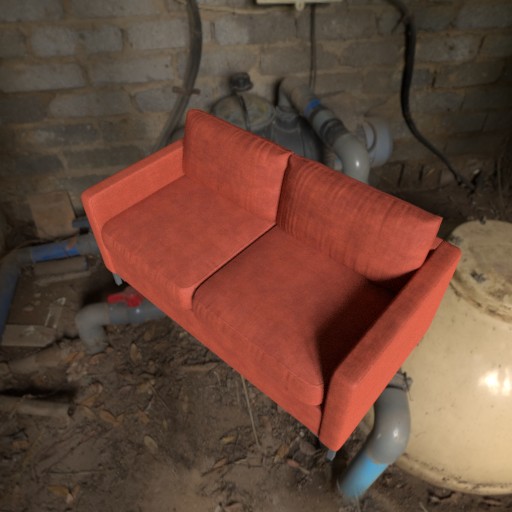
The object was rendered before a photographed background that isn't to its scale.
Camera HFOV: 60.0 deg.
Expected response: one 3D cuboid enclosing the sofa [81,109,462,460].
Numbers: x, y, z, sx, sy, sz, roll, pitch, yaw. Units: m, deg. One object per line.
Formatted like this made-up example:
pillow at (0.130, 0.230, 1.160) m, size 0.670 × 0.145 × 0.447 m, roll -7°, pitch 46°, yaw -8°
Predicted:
sofa at (0.000, 0.000, 2.138) m, size 1.574 × 0.896 × 0.864 m, roll 32°, pitch 54°, yaw 28°
